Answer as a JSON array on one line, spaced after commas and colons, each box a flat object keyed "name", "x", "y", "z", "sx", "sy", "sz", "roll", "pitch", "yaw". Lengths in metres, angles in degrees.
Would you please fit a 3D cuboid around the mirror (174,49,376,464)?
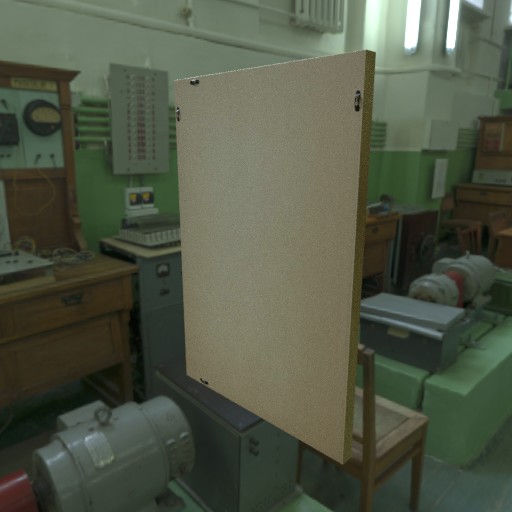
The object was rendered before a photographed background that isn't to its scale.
[{"name": "mirror", "x": 0.000, "y": 0.000, "z": 1.162, "sx": 0.609, "sy": 0.915, "sz": 0.041, "roll": 13, "pitch": 19, "yaw": 42}]
